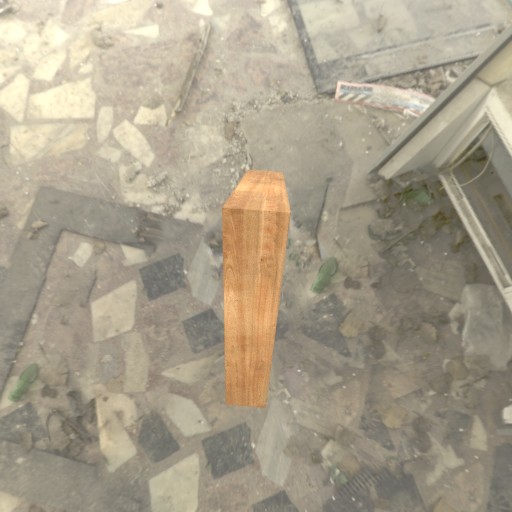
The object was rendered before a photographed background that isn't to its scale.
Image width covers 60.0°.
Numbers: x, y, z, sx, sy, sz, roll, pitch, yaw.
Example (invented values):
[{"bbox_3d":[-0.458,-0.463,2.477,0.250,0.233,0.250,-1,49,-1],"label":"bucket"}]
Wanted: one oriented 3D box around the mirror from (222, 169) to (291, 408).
[{"bbox_3d":[0.000,0.000,0.903,0.100,0.548,0.631,5,76,1],"label":"mirror"}]
